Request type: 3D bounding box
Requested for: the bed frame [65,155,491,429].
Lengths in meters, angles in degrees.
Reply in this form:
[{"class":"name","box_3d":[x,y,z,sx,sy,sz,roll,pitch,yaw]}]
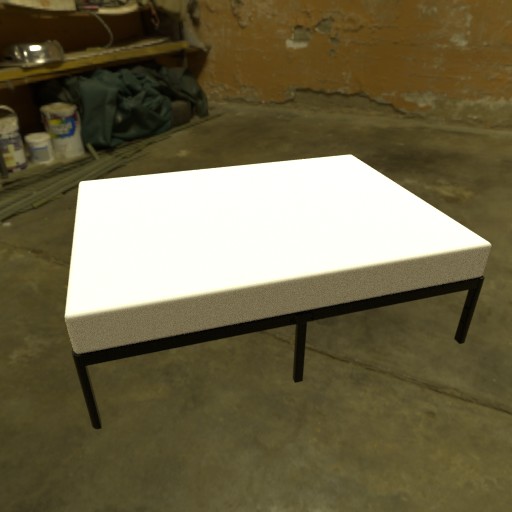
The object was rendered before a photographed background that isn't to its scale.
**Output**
[{"class":"bed frame","box_3d":[0.000,0.000,2.777,2.072,0.659,1.557,-9,32,-15]}]
